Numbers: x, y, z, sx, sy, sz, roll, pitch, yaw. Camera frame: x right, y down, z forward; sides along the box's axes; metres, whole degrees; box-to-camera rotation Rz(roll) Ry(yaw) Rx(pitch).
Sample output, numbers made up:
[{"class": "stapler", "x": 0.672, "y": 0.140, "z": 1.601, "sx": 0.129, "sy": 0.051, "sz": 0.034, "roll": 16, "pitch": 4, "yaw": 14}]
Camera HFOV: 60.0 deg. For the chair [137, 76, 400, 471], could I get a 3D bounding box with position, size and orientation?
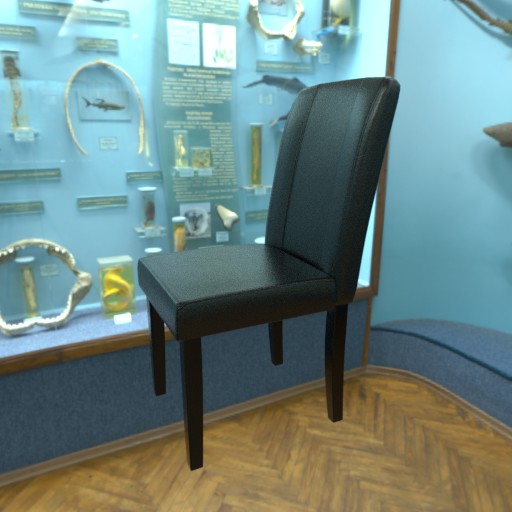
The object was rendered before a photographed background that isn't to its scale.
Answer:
[{"class": "chair", "x": 0.000, "y": 0.000, "z": 1.184, "sx": 0.556, "sy": 0.897, "sz": 0.399, "roll": -8, "pitch": 18, "yaw": -25}]
